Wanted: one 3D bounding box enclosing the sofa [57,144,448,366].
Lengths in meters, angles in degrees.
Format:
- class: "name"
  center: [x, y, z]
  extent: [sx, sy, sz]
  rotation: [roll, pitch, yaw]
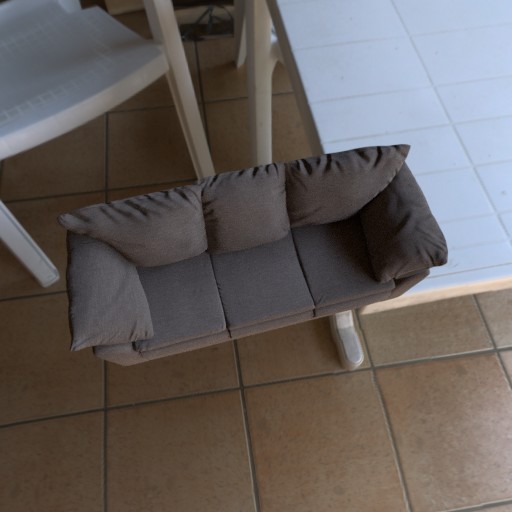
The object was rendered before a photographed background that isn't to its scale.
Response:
- class: "sofa"
  center: [0.000, 0.000, 2.997]
  extent: [2.390, 1.043, 0.927]
  rotation: [-13, 63, -7]
